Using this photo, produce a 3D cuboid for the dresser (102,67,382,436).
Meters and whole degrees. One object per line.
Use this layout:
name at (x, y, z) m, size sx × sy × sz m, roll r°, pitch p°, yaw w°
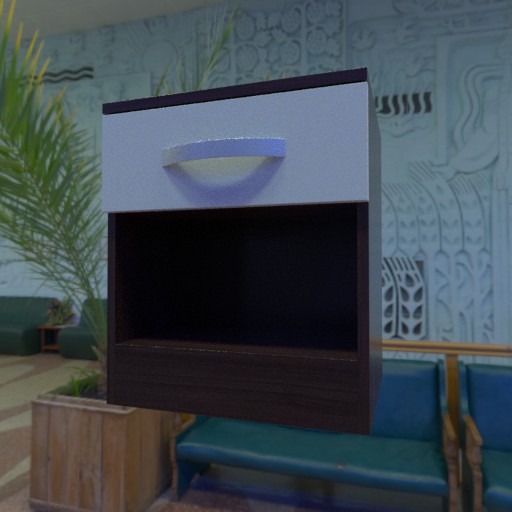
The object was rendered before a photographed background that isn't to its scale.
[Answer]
dresser at (0.000, 0.000, 0.765) m, size 0.400 × 0.470 × 0.360 m, roll 0°, pitch -1°, yaw 19°
